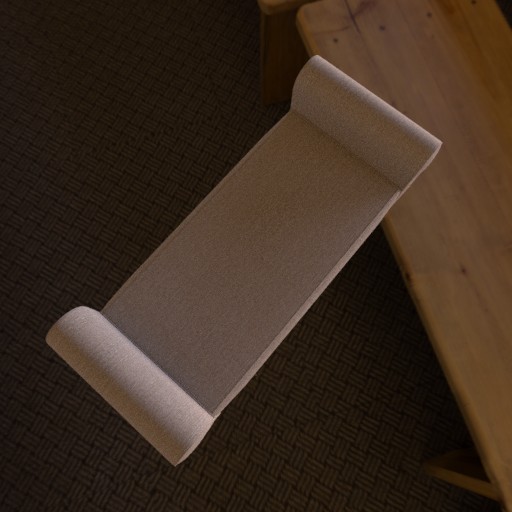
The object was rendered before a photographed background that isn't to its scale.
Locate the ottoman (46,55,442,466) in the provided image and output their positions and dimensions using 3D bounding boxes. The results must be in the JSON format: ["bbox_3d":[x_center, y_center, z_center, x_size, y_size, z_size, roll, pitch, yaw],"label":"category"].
[{"bbox_3d":[0.000,0.000,1.554,0.521,0.547,1.256,39,78,10],"label":"ottoman"}]
